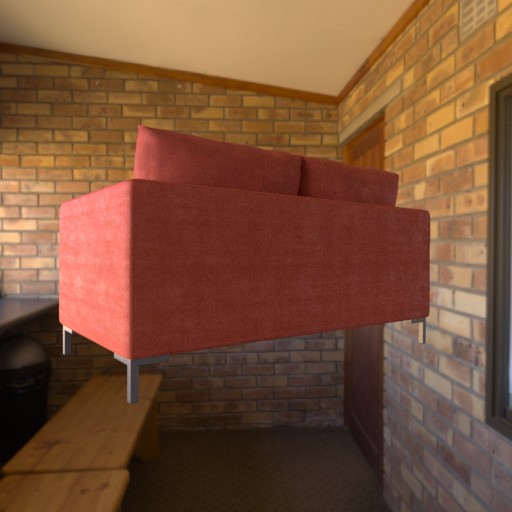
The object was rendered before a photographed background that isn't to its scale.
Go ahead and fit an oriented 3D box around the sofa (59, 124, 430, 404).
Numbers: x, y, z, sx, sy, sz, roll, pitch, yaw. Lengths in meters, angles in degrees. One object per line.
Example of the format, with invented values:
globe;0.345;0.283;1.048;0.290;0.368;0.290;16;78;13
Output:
sofa;0.000;0.000;2.092;1.574;0.896;0.864;-1;1;-37
